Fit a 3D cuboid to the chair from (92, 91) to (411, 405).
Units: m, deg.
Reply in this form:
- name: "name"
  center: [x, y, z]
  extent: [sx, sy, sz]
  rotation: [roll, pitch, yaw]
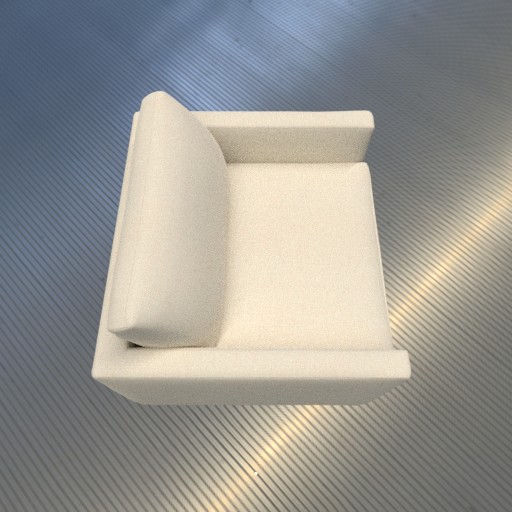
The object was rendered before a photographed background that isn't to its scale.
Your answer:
- name: "chair"
  center: [0.000, 0.000, 1.559]
  extent: [0.875, 0.806, 0.964]
  rotation: [0, 64, 0]
